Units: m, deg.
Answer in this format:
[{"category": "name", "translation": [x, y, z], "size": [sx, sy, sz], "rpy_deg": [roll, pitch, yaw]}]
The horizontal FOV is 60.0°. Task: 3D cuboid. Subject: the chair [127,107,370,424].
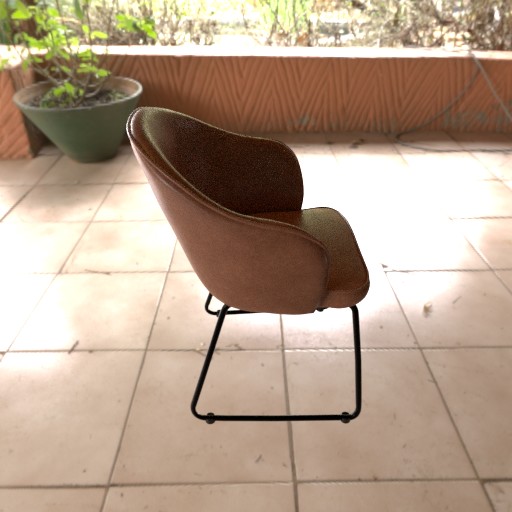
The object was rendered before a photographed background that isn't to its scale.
[{"category": "chair", "translation": [0.000, 0.000, 1.237], "size": [0.580, 0.785, 0.582], "rpy_deg": [-1, 32, -1]}]
